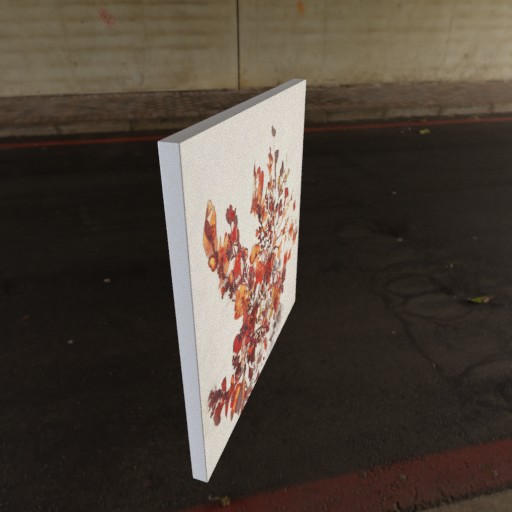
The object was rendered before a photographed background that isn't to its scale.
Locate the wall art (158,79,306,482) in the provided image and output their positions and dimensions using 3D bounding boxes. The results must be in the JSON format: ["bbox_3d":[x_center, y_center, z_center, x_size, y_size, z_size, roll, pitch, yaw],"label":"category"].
[{"bbox_3d":[0.000,0.000,1.501,0.049,1.009,1.009,9,30,17],"label":"wall art"}]
